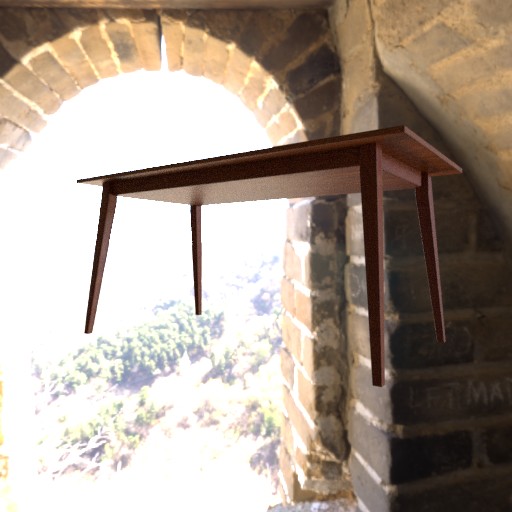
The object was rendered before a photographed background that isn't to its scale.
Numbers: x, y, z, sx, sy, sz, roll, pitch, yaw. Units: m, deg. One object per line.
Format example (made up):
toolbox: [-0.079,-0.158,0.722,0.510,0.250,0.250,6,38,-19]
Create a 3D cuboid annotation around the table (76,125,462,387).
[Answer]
table: [0.000,0.000,2.052,1.609,0.755,0.811,0,1,36]
